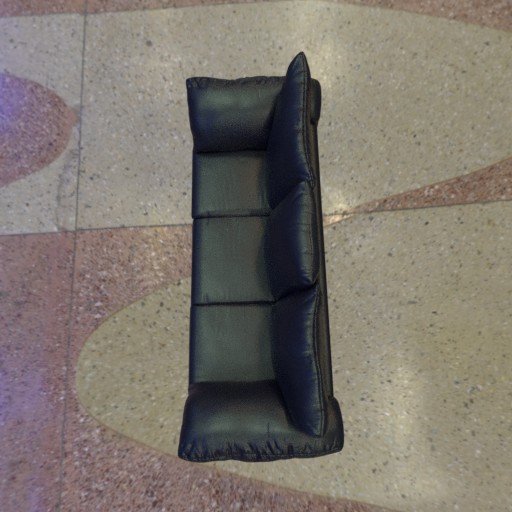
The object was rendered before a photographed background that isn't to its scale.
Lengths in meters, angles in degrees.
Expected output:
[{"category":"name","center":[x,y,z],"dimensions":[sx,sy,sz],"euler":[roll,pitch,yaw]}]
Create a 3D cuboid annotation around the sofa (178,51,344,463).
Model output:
[{"category":"sofa","center":[0.000,0.000,2.808],"dimensions":[0.880,1.073,2.336],"euler":[-1,75,0]}]
